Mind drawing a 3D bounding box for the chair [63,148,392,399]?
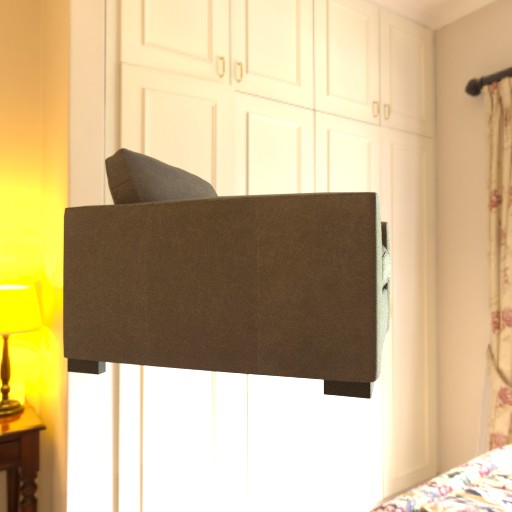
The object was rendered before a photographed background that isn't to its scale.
[{"bbox_3d":[0.000,0.000,1.853,1.080,0.807,1.106,0,-1,18],"label":"chair"}]
